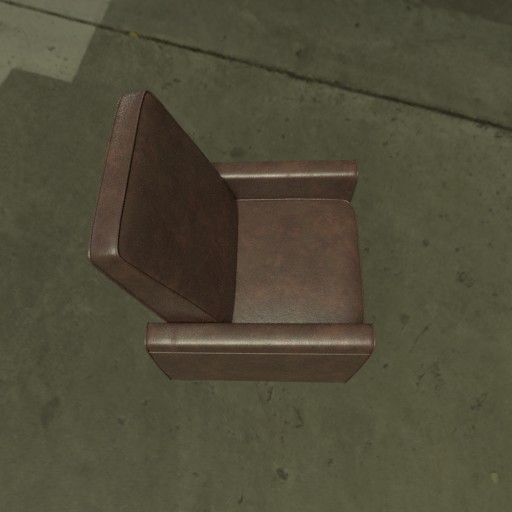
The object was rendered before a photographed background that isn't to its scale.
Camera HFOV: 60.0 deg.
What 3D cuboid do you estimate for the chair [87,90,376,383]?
[{"bbox_3d":[0.000,0.000,1.518,0.746,1.013,0.705,1,64,0],"label":"chair"}]
